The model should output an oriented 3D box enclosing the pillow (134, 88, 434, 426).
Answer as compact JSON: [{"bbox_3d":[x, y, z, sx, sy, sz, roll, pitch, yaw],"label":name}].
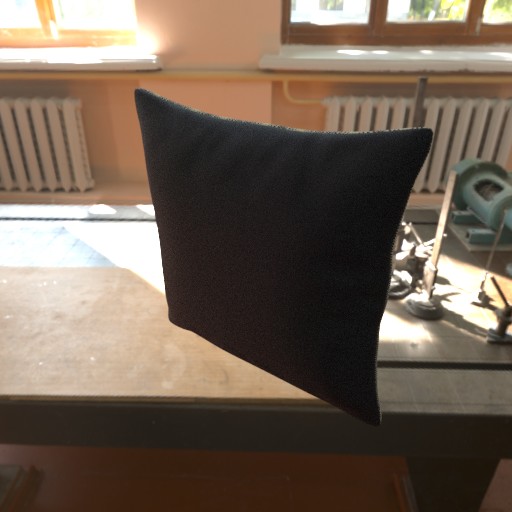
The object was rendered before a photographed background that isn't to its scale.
[{"bbox_3d":[0.000,0.000,0.769,0.520,0.508,0.166,20,35,31],"label":"pillow"}]
